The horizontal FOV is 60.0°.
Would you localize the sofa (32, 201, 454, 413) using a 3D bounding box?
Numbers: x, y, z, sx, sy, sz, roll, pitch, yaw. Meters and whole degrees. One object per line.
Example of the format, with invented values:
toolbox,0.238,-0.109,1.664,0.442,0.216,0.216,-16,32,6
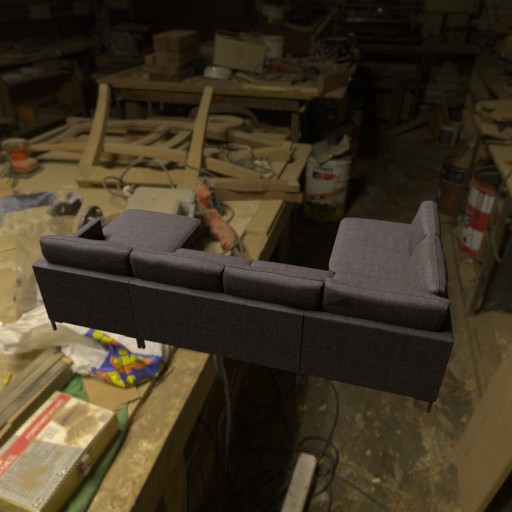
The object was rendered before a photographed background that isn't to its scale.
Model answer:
sofa,0.000,0.000,4.290,3.423,0.999,2.048,9,33,14
